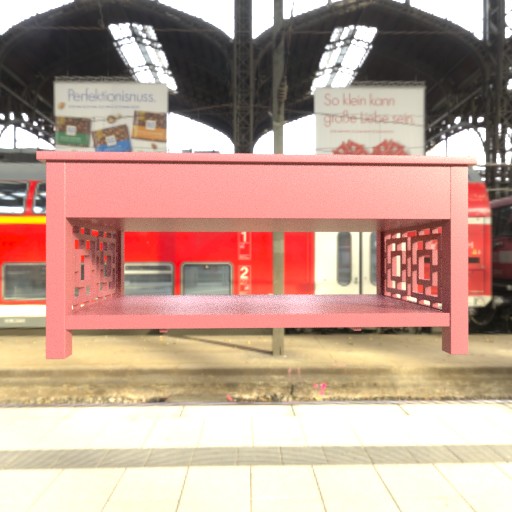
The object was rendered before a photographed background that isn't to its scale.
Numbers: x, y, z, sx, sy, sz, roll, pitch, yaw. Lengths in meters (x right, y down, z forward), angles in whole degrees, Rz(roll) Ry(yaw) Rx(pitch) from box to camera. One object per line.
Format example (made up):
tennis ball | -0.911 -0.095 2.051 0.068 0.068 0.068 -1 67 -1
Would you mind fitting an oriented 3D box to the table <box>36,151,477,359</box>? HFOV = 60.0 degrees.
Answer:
table | 0.000 0.000 1.376 1.068 0.493 0.612 0 0 -3
